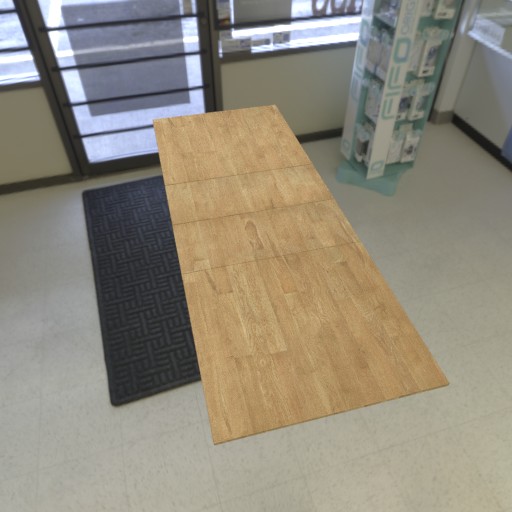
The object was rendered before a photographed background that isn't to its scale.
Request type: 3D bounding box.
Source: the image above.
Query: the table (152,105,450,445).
[{"bbox_3d":[0.000,0.000,2.920,1.000,0.752,2.603,-10,46,-10],"label":"table"}]
